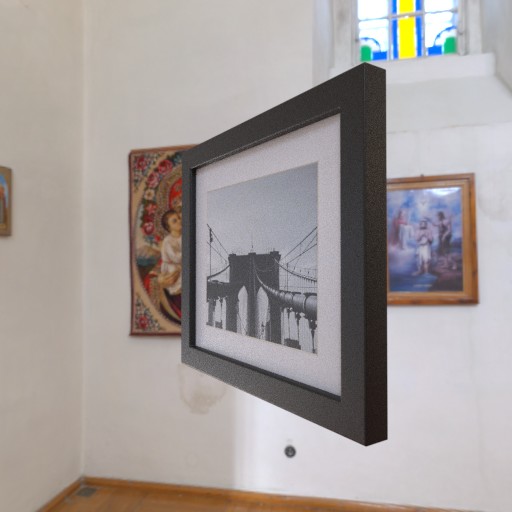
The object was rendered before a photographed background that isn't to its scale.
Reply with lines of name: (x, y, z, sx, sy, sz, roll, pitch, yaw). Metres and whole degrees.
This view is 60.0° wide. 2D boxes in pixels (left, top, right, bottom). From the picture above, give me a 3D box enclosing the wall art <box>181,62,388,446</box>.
wall art: (0.000, 0.000, 0.545, 0.028, 0.330, 0.380, 1, -1, -34)
